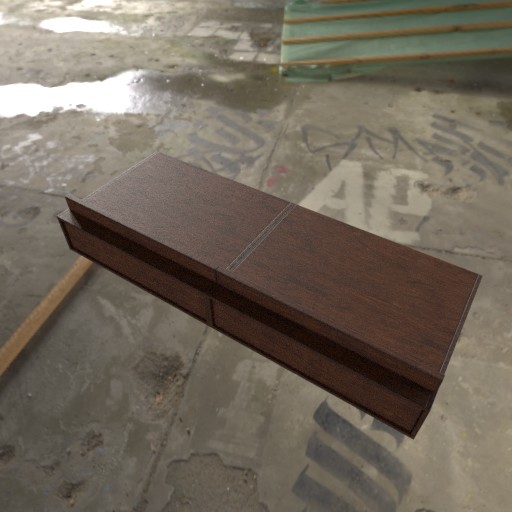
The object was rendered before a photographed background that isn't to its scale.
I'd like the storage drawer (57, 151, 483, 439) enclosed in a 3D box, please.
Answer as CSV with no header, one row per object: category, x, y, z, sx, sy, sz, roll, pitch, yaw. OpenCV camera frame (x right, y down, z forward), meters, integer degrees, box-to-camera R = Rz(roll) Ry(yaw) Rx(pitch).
storage drawer,0.000,0.000,2.174,1.914,0.339,0.774,24,49,23
